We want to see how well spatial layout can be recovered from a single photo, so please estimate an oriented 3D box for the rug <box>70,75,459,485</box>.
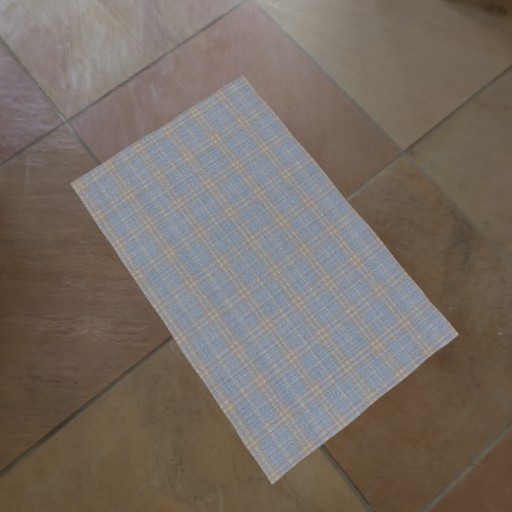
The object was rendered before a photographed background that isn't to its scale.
[{"bbox_3d":[0.000,0.000,3.065,1.545,0.016,2.460,-35,78,-9],"label":"rug"}]
